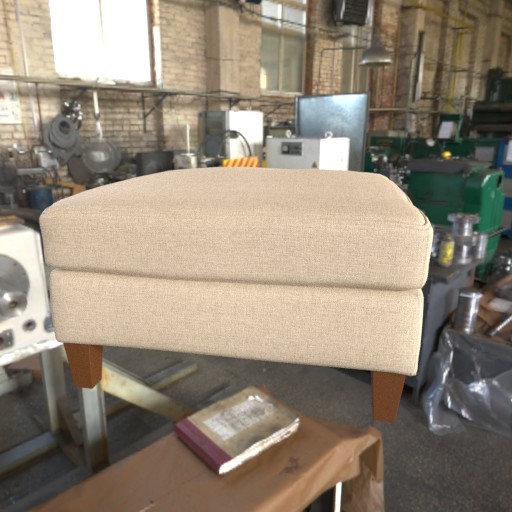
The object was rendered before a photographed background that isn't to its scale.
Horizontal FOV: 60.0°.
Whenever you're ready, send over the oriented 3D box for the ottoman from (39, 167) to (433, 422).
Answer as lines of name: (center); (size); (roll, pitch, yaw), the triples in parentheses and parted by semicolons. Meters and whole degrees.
ottoman: (0.000, 0.000, 1.327); (0.838, 0.503, 0.838); (3, 16, 10)
